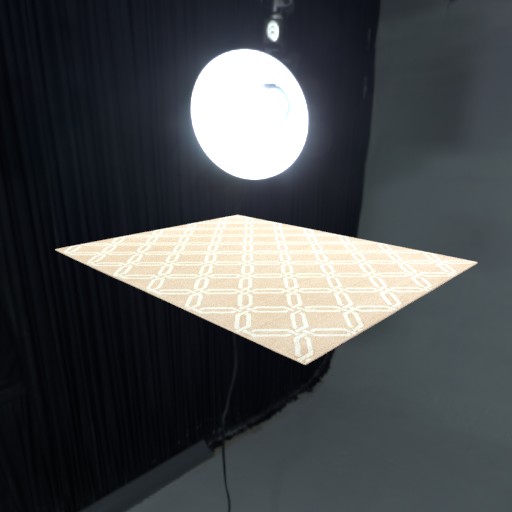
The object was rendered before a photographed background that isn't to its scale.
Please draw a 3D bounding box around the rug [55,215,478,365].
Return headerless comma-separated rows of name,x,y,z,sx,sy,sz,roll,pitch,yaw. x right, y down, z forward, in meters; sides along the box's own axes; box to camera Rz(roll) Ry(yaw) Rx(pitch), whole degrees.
rug,0.000,0.000,3.852,2.895,0.018,2.288,15,22,42
